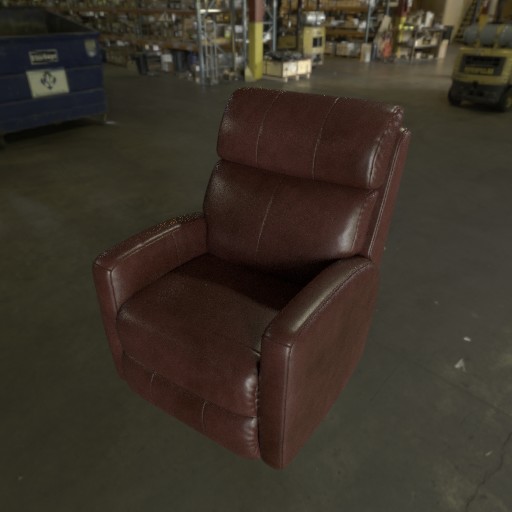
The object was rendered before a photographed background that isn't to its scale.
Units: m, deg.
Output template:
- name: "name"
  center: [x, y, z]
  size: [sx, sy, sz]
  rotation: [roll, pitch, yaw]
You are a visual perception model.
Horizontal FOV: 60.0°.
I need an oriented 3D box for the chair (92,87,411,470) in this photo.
- name: "chair"
  center: [0.000, 0.000, 1.606]
  size: [0.787, 1.016, 0.939]
  rotation: [18, 34, 29]
